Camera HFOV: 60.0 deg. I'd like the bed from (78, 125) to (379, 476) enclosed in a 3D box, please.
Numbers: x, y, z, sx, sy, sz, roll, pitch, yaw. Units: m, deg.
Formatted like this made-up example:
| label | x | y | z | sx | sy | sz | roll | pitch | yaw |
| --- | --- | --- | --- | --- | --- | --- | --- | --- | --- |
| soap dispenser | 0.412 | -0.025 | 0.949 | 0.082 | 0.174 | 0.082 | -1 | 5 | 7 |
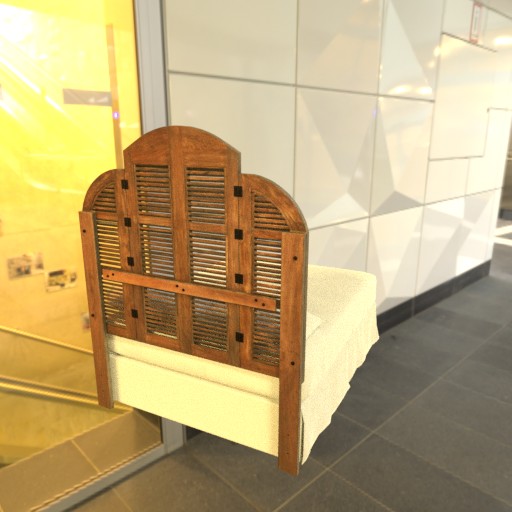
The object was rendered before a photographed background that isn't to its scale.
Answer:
| label | x | y | z | sx | sy | sz | roll | pitch | yaw |
| --- | --- | --- | --- | --- | --- | --- | --- | --- | --- |
| bed | 0.000 | 0.000 | 3.648 | 1.713 | 2.019 | 2.138 | 8 | 17 | 26 |
